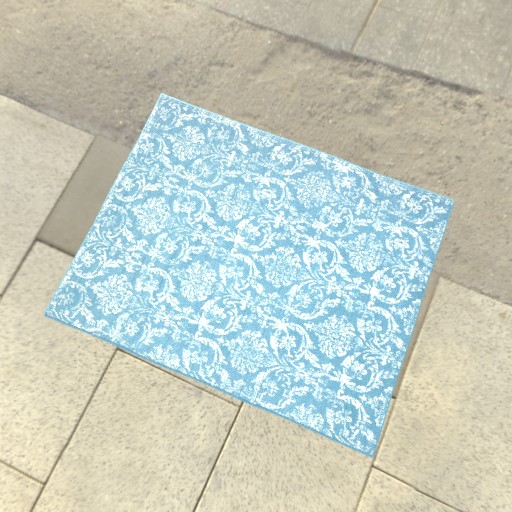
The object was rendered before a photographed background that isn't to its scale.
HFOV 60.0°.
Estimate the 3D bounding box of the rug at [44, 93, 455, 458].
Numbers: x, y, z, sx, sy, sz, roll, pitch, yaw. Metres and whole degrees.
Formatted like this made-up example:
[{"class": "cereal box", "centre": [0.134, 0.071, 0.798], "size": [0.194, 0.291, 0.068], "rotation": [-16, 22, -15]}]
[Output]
[{"class": "rug", "centre": [0.000, 0.000, 3.939], "size": [2.980, 0.012, 2.363], "rotation": [22, 76, 6]}]
